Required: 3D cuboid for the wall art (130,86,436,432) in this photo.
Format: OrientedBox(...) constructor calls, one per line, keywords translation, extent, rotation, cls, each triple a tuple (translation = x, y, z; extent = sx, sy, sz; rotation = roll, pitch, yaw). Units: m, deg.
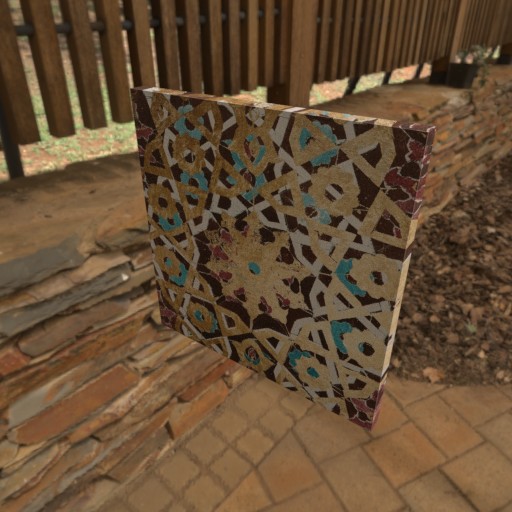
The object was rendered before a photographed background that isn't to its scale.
OrientedBox(translation=(0.000, 0.000, 0.927), extent=(0.609, 0.613, 0.041), rotation=(20, 35, 30), cls="wall art")
